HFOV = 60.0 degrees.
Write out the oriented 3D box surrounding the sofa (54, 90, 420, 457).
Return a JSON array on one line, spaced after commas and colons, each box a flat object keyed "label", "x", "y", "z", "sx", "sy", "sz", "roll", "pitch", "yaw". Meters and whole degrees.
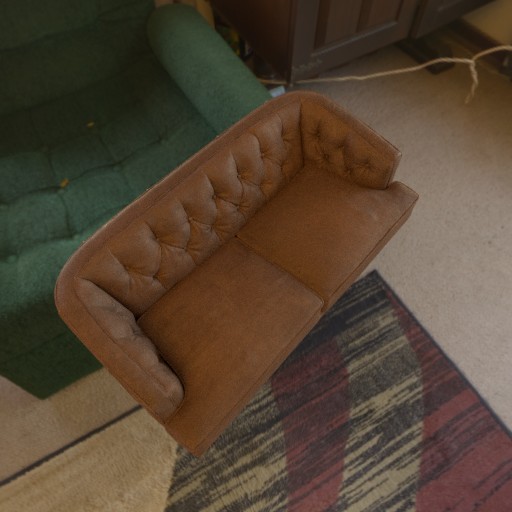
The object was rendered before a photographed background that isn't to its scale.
[{"label": "sofa", "x": 0.000, "y": 0.000, "z": 2.271, "sx": 0.917, "sy": 0.799, "sz": 1.767, "roll": 37, "pitch": 65, "yaw": 21}]
